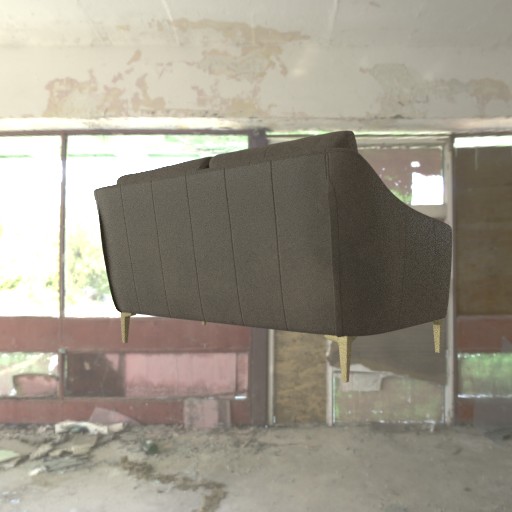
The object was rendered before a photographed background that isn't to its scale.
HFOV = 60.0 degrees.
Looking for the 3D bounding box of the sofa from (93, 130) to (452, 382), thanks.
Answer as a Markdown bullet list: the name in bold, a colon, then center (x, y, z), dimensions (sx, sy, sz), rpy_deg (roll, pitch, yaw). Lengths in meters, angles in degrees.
- **sofa**: center (0.000, 0.000, 2.190), dimensions (1.619, 0.902, 0.960), rpy_deg (-1, -1, 37)
